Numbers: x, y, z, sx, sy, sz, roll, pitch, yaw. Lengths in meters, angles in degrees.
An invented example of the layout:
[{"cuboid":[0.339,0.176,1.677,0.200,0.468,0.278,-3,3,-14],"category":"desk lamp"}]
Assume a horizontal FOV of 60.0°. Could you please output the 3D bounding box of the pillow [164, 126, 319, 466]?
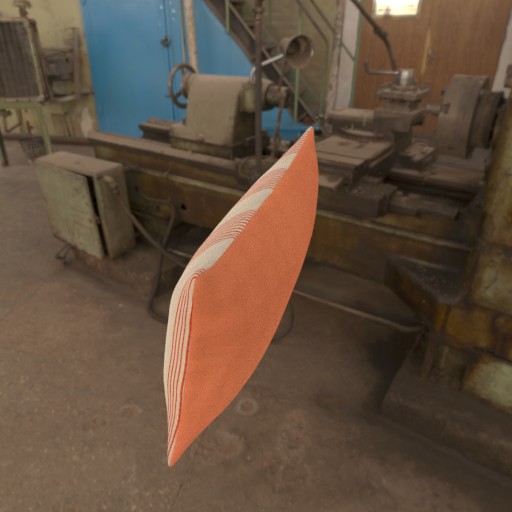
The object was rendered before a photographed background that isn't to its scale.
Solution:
[{"cuboid":[0.000,0.000,0.733,0.156,0.292,0.608,8,30,14],"category":"pillow"}]
